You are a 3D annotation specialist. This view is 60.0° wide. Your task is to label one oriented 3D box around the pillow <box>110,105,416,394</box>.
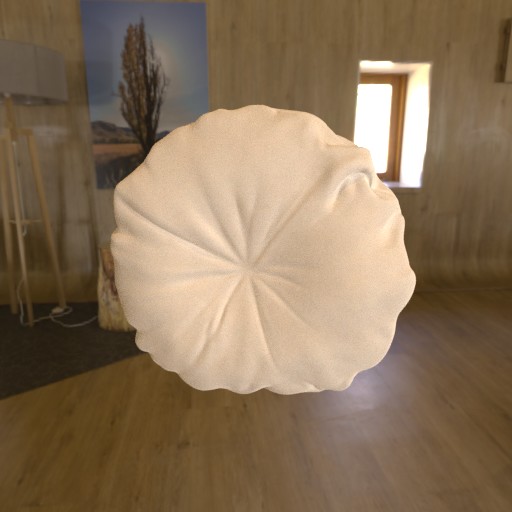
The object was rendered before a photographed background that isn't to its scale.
[{"bbox_3d":[0.000,0.000,0.631,0.428,0.407,0.148,2,14,10],"label":"pillow"}]
